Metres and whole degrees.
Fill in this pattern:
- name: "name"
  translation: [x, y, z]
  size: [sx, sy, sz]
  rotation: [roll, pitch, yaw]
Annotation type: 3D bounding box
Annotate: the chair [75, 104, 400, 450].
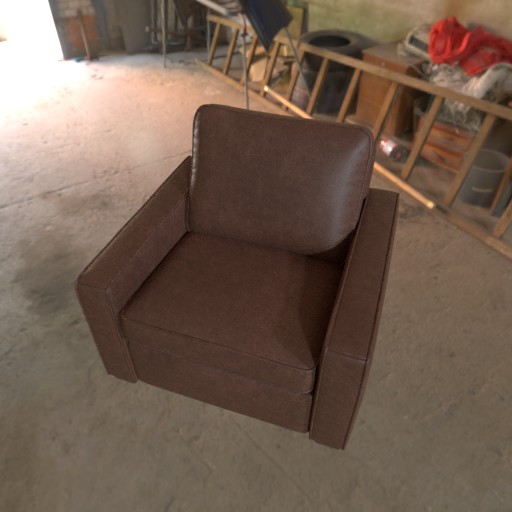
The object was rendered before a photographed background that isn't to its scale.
- name: "chair"
  translation: [0.000, 0.000, 1.750]
  size: [1.017, 0.919, 0.940]
  rotation: [13, 43, 14]
